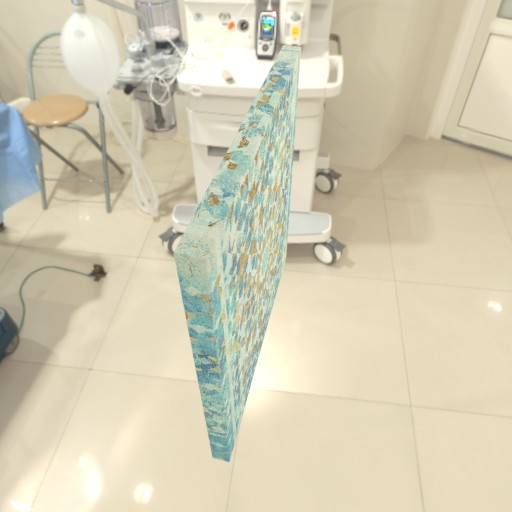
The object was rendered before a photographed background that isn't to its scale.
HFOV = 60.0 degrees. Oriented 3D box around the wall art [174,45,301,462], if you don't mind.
[{"bbox_3d":[0.000,0.000,0.908,0.040,0.609,0.609,10,47,10],"label":"wall art"}]
